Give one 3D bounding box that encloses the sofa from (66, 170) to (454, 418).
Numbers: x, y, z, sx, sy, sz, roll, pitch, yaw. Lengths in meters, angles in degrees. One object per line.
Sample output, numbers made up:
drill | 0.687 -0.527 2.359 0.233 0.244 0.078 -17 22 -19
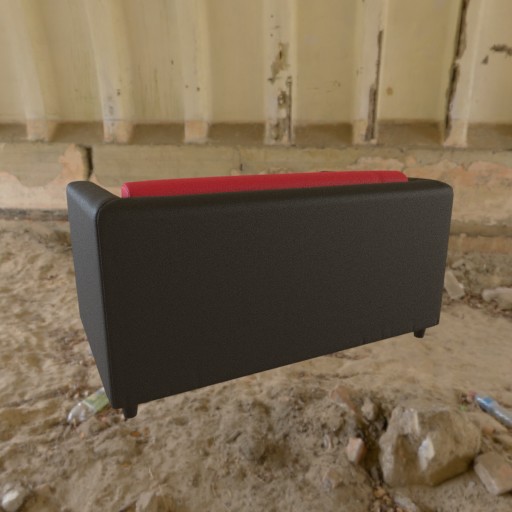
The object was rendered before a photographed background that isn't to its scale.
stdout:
sofa | 0.000 0.000 1.928 1.410 0.735 0.845 -8 17 -26
